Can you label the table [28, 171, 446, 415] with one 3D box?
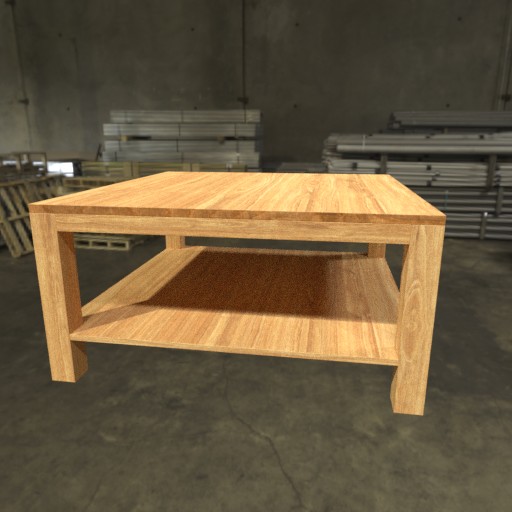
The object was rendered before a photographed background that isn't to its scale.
[{"bbox_3d":[0.000,0.000,1.423,0.900,0.450,0.900,2,16,9],"label":"table"}]
